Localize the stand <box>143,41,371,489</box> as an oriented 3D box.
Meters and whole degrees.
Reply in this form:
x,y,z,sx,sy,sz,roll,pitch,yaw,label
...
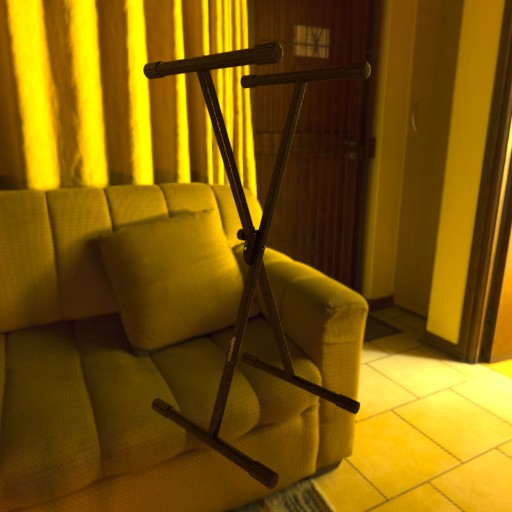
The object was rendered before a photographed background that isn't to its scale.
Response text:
x,y,z,sx,sy,sz,roll,pitch,yaw,label
0.000,0.000,1.163,0.449,0.940,0.409,14,21,40,stand
